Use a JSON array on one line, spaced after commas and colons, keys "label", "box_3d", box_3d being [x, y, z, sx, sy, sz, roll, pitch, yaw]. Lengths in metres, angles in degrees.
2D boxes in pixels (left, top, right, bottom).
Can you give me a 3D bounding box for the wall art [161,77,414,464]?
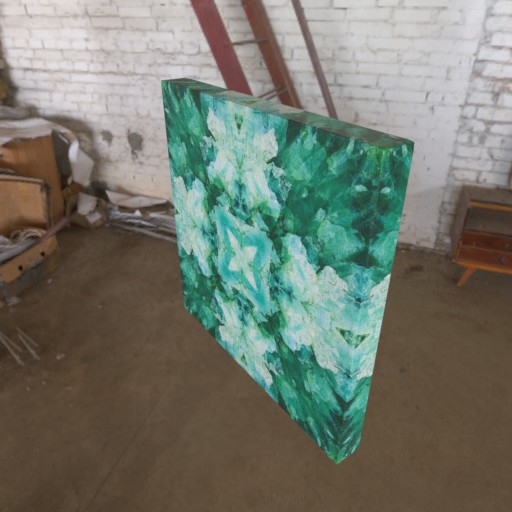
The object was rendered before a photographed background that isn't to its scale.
[{"label": "wall art", "box_3d": [0.000, 0.000, 0.468, 0.033, 0.313, 0.313, -20, 36, -30]}]
